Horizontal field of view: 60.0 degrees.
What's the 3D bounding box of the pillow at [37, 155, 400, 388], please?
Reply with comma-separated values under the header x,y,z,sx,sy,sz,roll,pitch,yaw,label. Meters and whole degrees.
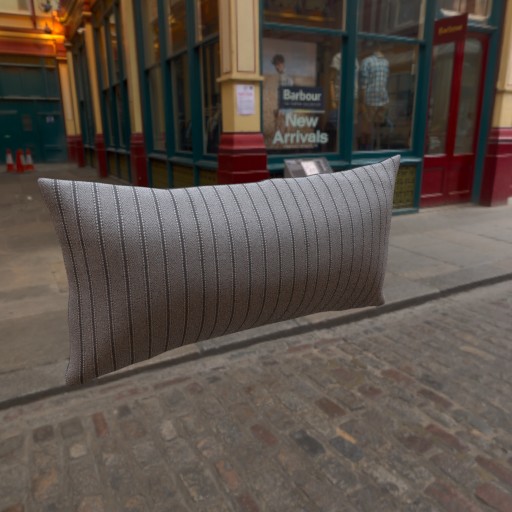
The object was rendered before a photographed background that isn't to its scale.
x,y,z,sx,sy,sz,roll,pitch,yaw,label
0.000,0.000,0.719,0.609,0.305,0.151,-9,18,-28,pillow
